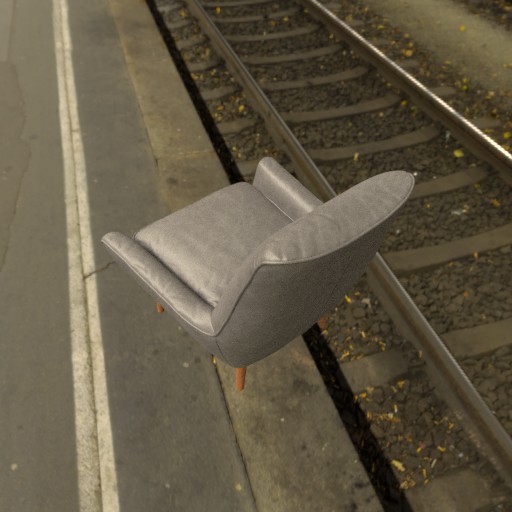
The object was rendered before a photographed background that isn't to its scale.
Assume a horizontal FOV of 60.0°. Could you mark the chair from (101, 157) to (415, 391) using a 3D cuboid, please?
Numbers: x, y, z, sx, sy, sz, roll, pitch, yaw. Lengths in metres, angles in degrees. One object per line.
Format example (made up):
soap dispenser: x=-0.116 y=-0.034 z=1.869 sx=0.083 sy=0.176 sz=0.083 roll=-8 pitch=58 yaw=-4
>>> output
chair: x=0.000 y=0.000 z=1.548 sx=0.787 sy=0.888 sz=0.822 roll=-31 pitch=54 yaw=-26
